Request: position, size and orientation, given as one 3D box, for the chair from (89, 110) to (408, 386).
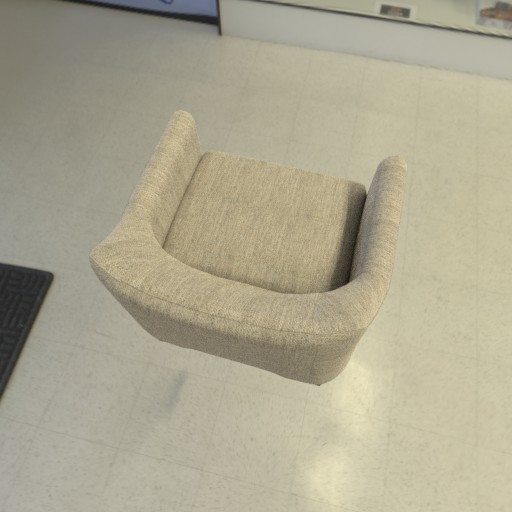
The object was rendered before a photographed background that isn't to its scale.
[{"bbox_3d":[0.000,0.000,1.421,0.796,0.761,0.758,14,63,7],"label":"chair"}]
